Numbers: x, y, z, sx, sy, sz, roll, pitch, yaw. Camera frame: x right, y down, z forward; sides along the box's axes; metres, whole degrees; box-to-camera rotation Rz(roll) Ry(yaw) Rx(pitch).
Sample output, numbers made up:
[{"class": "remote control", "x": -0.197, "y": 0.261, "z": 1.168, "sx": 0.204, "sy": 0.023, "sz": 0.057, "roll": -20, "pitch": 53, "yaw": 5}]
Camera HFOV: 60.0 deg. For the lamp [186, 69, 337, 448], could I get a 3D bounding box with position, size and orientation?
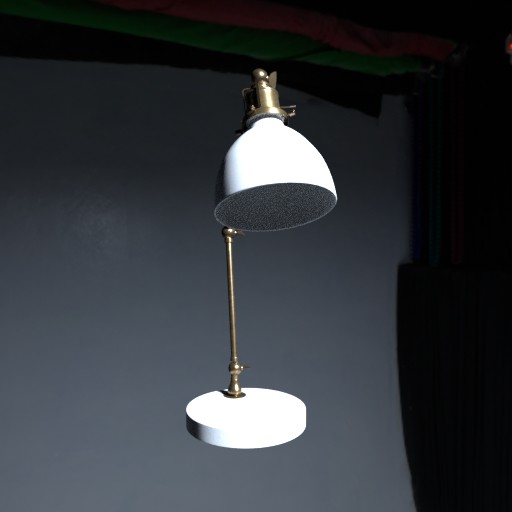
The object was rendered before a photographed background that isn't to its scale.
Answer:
[{"class": "lamp", "x": 0.000, "y": 0.000, "z": 0.647, "sx": 0.186, "sy": 0.522, "sz": 0.317, "roll": 0, "pitch": 1, "yaw": -19}]
